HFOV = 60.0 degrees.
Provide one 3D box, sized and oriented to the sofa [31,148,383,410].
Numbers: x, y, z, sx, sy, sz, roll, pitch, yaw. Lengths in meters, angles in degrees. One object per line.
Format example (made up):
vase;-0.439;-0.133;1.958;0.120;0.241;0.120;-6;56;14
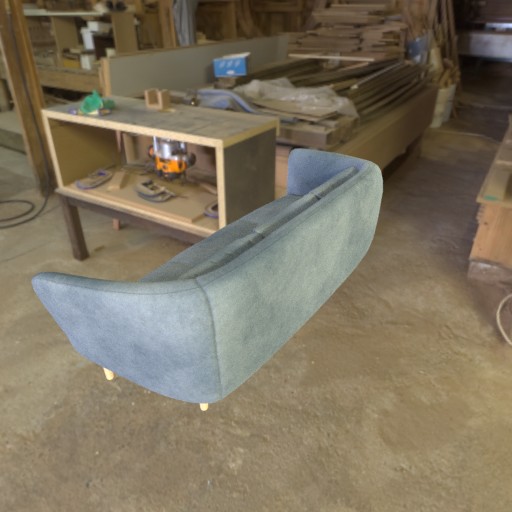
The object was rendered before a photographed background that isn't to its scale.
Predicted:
sofa;0.000;0.000;2.496;0.849;0.795;2.095;20;36;30
